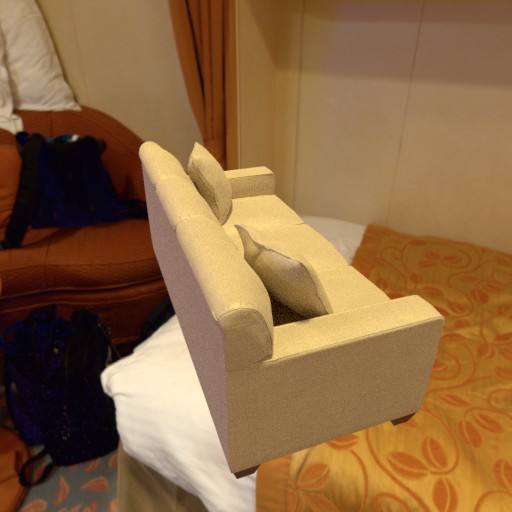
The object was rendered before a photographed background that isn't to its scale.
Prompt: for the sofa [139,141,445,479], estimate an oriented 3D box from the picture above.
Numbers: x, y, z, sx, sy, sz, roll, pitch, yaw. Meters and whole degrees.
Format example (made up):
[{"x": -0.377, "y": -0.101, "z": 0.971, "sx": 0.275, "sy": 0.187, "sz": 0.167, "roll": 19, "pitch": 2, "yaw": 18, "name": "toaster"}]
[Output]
[{"x": 0.000, "y": 0.000, "z": 2.566, "sx": 0.997, "sy": 0.958, "sz": 2.024, "roll": -10, "pitch": 32, "yaw": -17, "name": "sofa"}]
